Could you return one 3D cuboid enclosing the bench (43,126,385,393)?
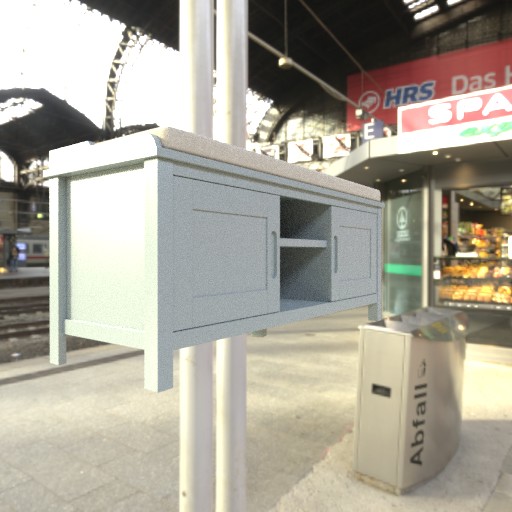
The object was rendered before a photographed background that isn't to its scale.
[{"bbox_3d":[0.000,0.000,1.380,0.398,0.501,1.140,0,0,37],"label":"bench"}]
